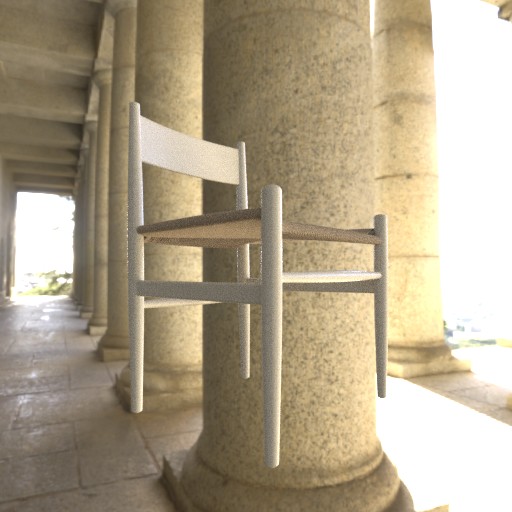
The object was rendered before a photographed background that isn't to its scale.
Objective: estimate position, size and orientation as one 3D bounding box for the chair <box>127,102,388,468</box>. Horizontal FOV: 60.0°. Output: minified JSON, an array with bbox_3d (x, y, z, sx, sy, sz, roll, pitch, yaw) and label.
[{"bbox_3d":[0.000,0.000,1.133,0.495,0.762,0.556,-1,-2,37],"label":"chair"}]
